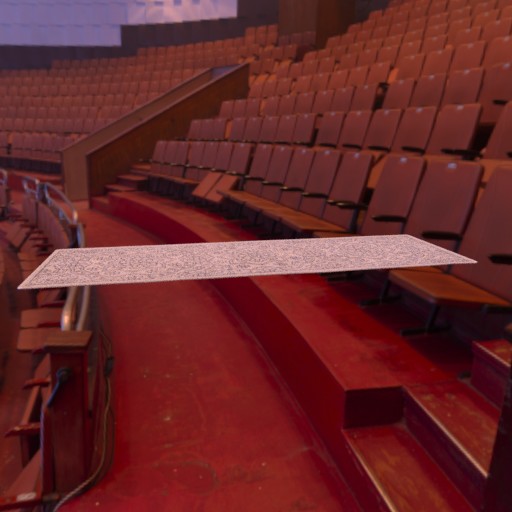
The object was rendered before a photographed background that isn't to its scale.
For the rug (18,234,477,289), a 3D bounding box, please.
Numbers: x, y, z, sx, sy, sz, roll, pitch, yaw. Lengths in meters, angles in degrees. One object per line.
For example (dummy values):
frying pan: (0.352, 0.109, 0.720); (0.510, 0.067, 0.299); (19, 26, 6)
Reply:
rug: (0.000, 0.000, 2.665); (2.431, 0.006, 0.806); (-3, 15, -11)
